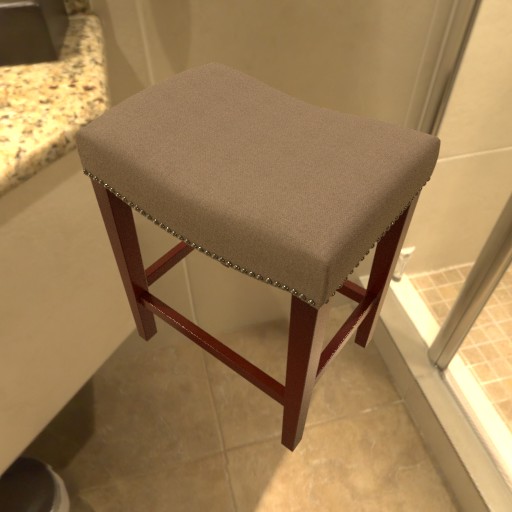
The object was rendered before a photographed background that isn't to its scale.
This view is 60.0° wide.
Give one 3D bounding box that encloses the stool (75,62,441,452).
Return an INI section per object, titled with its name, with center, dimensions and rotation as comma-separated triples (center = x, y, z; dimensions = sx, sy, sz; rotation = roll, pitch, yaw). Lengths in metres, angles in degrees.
[stool]
center = 0.000, 0.000, 0.942
dimensions = 0.509, 0.632, 0.375
rotation = 29, 53, 25
